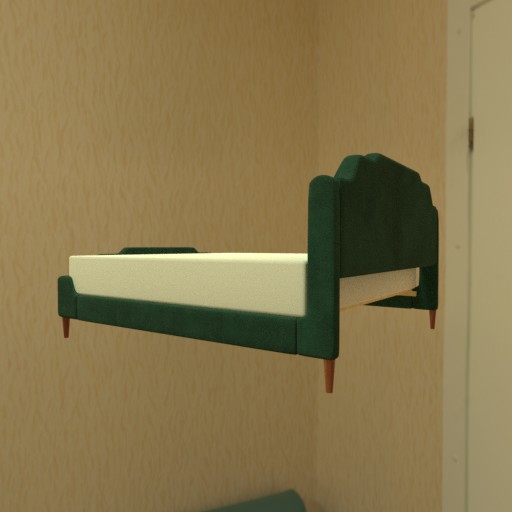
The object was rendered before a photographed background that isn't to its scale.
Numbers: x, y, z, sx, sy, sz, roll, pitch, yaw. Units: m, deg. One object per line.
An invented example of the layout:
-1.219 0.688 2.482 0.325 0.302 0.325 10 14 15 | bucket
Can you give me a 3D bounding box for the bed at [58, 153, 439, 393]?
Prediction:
0.000 0.000 3.577 2.340 1.245 2.074 1 1 35 | bed
